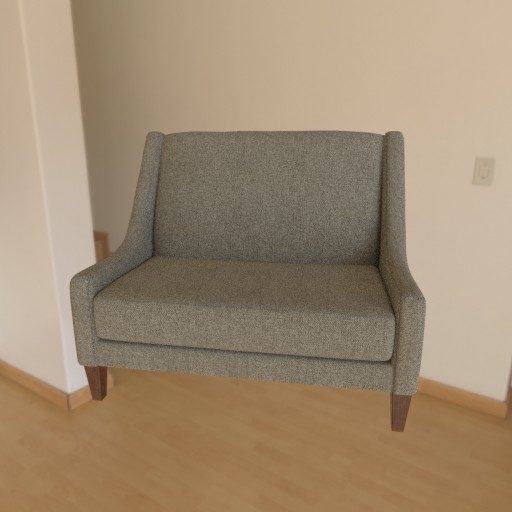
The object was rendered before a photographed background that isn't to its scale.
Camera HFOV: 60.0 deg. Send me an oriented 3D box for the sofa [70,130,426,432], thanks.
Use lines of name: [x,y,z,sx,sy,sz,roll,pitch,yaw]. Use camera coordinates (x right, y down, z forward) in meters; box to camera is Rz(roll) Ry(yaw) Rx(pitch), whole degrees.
sofa: [0.000,0.000,1.861,1.242,1.021,0.870,3,15,9]
